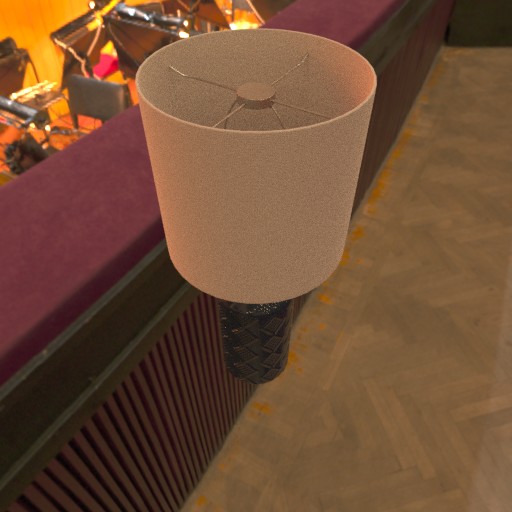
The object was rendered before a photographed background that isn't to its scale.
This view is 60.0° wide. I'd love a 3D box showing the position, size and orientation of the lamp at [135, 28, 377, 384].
[{"bbox_3d":[0.000,0.000,0.550,0.207,0.461,0.207,24,51,22],"label":"lamp"}]
